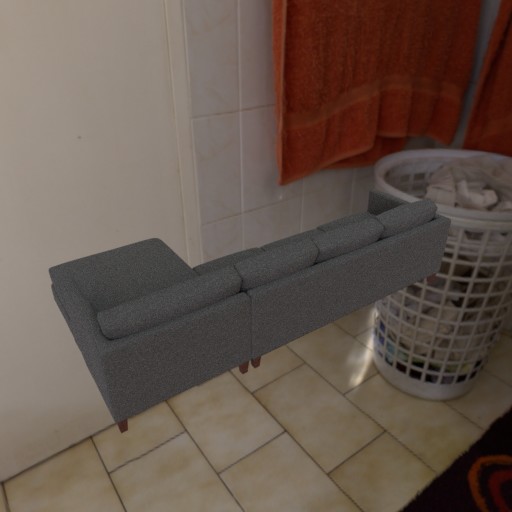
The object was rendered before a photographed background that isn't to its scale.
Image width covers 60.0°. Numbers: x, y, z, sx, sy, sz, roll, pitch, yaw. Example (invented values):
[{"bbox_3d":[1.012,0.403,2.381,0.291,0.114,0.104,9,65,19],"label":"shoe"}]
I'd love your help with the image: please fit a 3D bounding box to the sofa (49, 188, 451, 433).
[{"bbox_3d":[0.000,0.000,3.923,3.186,0.846,1.625,-19,35,-29],"label":"sofa"}]
